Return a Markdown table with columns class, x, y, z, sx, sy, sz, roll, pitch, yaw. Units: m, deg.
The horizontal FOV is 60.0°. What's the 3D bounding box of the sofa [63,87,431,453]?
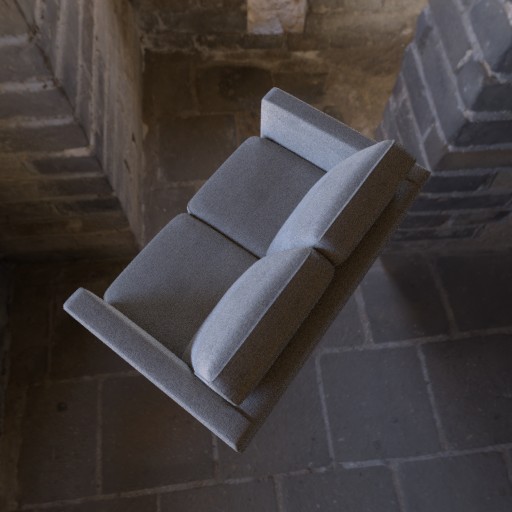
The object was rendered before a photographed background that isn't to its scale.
| class | x | y | z | sx | sy | sz | roll | pitch | yaw |
| --- | --- | --- | --- | --- | --- | --- | --- | --- | --- |
| sofa | 0.000 | 0.000 | 2.213 | 0.969 | 0.973 | 1.527 | 34 | 70 | 14 |
